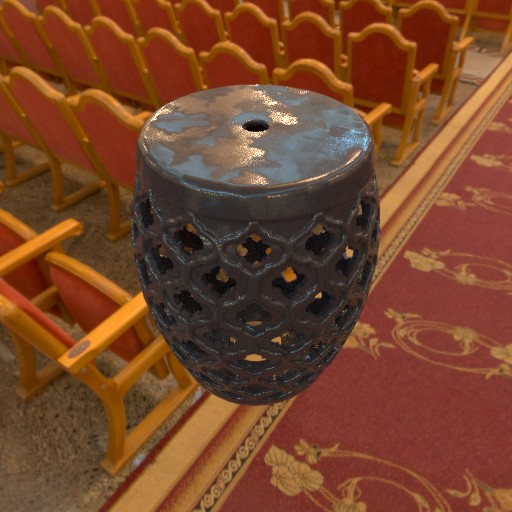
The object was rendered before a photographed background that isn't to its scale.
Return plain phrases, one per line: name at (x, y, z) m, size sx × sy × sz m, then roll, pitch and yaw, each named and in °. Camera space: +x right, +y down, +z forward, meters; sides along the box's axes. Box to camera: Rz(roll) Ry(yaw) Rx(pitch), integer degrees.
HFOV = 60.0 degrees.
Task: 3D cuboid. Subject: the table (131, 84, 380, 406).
table at (0.000, 0.000, 0.622) m, size 0.325 × 0.388 × 0.325 m, roll 0°, pitch 42°, yaw 0°
